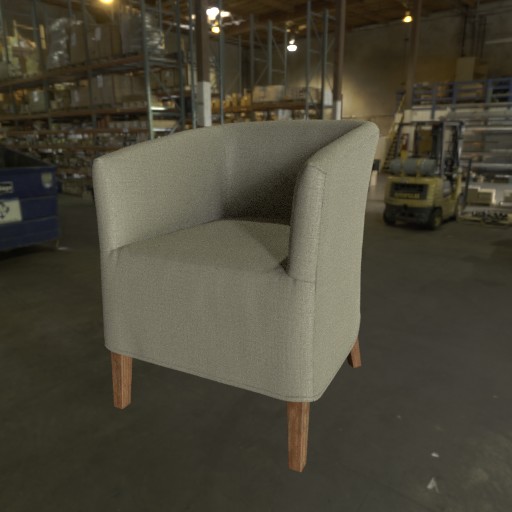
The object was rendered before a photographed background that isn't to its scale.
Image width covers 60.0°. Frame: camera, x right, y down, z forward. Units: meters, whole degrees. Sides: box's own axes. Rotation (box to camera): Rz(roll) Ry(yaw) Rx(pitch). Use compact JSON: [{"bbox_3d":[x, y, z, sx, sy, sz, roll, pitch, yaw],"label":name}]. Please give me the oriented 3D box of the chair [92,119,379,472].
[{"bbox_3d":[0.000,0.000,1.270,0.600,0.771,0.668,7,16,26],"label":"chair"}]
